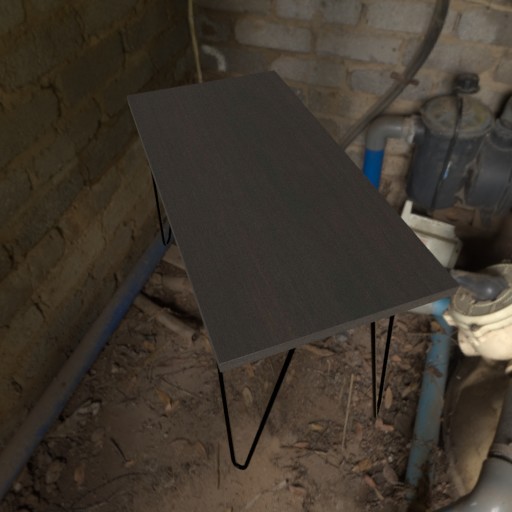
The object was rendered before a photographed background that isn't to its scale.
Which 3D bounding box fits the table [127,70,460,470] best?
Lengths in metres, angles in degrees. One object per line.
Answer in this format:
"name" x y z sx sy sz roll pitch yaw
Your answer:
"table" 0.000 0.000 1.378 0.499 0.660 0.991 -15 50 -13
